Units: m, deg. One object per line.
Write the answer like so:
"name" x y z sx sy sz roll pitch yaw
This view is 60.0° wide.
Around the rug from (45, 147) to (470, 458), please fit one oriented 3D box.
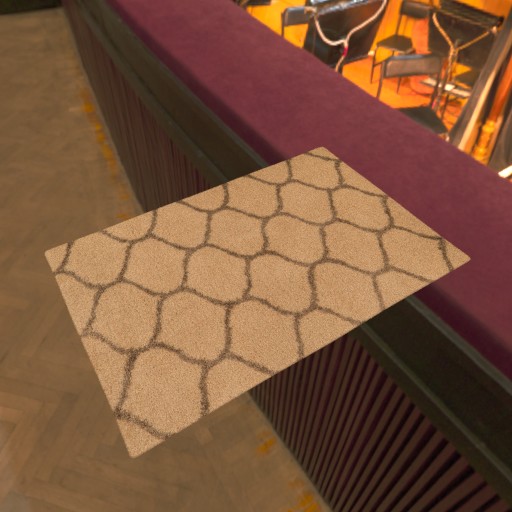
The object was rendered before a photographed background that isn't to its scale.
"rug" 0.000 0.000 3.362 2.701 0.026 1.801 -25 51 -22
